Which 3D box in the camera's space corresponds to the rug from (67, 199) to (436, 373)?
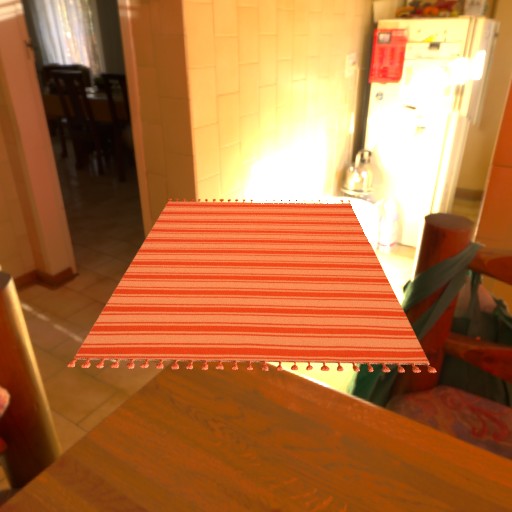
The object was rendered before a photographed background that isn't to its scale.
[{"bbox_3d":[0.000,0.000,4.434,2.451,0.035,3.369,1,27,1],"label":"rug"}]
